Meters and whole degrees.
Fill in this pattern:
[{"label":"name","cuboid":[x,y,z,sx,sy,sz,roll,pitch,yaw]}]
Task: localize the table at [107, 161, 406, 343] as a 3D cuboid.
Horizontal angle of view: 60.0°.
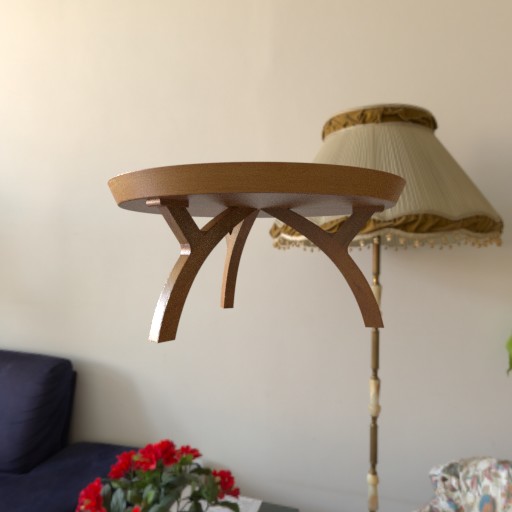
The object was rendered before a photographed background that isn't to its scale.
[{"label":"table","cuboid":[0.000,0.000,1.563,1.016,0.470,1.016,0,1,0]}]
